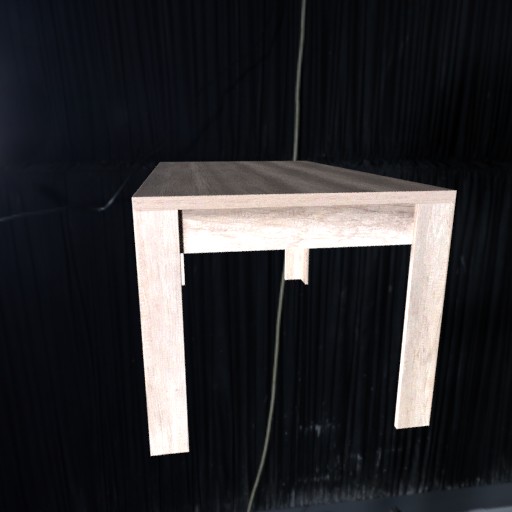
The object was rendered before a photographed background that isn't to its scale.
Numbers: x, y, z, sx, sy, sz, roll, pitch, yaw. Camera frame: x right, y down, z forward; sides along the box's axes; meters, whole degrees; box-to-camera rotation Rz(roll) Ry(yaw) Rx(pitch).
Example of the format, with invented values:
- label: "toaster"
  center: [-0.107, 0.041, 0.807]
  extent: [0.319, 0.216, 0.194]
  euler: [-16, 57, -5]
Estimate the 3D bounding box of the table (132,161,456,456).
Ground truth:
- label: "table"
  center: [0.000, 0.000, 2.059]
  extent: [0.900, 0.775, 1.600]
  euler: [-2, 15, -9]
